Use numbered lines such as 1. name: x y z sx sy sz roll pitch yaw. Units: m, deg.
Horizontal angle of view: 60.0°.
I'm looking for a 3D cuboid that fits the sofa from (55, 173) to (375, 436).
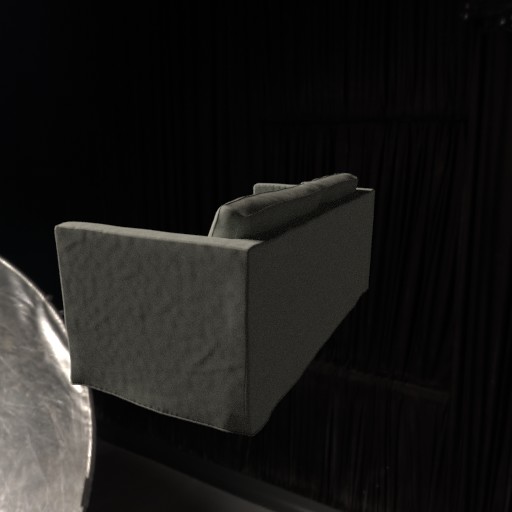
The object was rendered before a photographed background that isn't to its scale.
1. sofa: 0.000 0.000 2.552 0.940 0.870 1.987 7 17 25
